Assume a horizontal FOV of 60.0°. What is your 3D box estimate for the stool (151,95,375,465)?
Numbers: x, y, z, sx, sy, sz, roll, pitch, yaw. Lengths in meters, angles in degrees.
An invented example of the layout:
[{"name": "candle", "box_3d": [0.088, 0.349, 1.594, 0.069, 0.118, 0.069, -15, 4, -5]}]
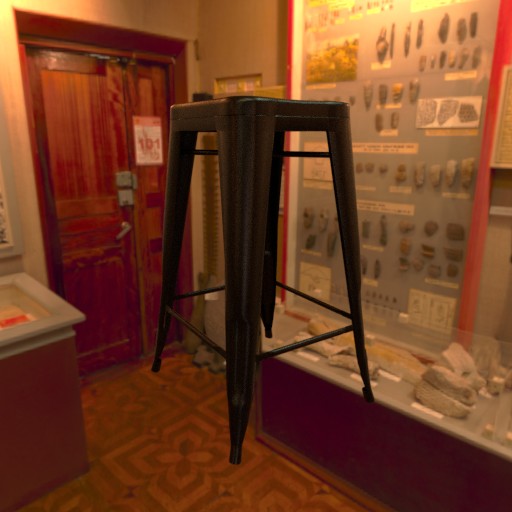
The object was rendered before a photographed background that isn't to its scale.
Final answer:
[{"name": "stool", "box_3d": [0.000, 0.000, 0.933, 0.423, 0.609, 0.455, -15, 21, -43]}]
